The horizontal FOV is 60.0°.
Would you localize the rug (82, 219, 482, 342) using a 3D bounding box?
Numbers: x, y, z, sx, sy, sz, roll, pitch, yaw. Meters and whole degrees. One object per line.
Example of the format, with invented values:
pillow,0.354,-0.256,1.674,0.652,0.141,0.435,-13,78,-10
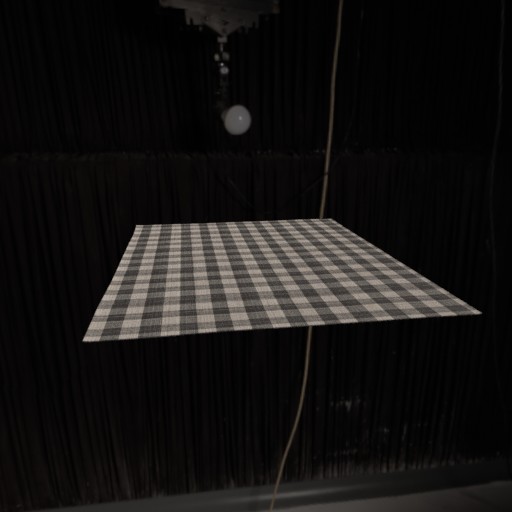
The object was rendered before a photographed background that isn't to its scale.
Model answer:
rug,0.000,0.000,4.067,2.432,0.013,3.021,-3,17,-9
